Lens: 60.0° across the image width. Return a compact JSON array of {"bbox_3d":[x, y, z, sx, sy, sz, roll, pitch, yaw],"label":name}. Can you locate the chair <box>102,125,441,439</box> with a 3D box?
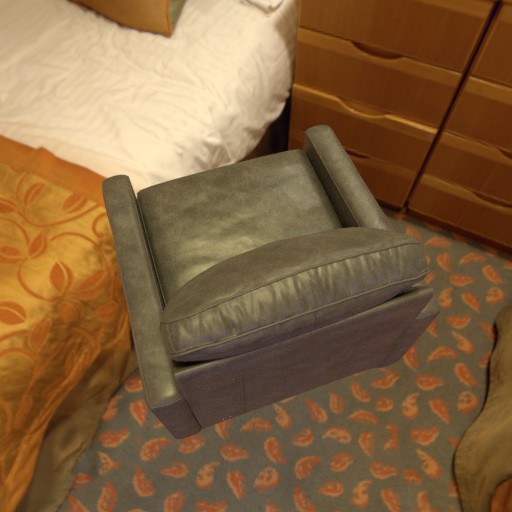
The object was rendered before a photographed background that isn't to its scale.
[{"bbox_3d":[0.000,0.000,1.695,1.006,0.916,0.939,-16,60,-10],"label":"chair"}]
